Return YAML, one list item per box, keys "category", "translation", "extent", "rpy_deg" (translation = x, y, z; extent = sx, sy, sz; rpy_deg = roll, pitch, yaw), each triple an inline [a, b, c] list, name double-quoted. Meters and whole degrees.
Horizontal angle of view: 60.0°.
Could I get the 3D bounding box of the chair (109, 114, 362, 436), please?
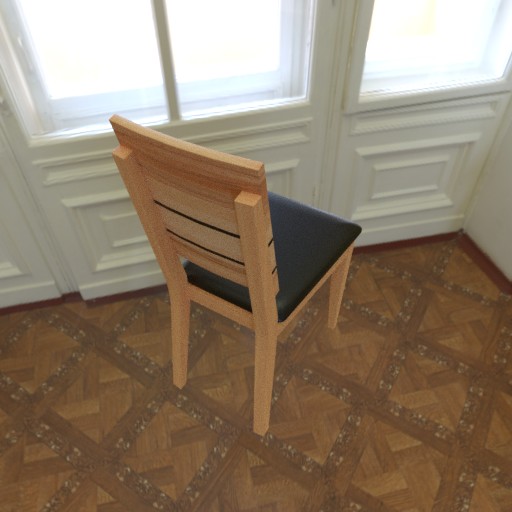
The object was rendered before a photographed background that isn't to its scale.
- category: "chair"
  translation: [0.000, 0.000, 1.183]
  extent: [0.410, 0.940, 0.520]
  rpy_deg: [23, 50, 21]
